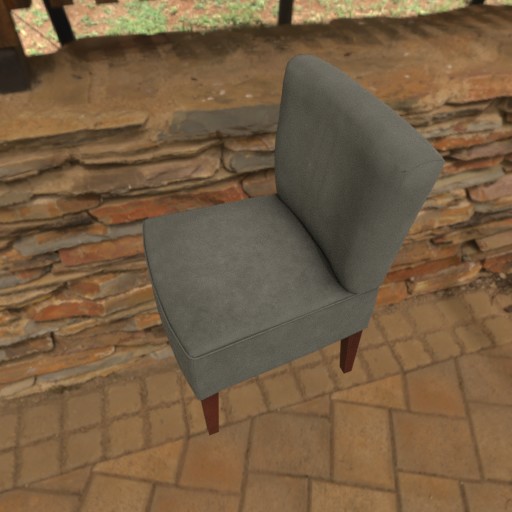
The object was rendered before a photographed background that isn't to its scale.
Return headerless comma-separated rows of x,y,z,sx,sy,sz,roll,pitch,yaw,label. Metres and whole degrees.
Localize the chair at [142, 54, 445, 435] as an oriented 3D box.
0.000,0.000,1.162,0.554,0.806,0.521,-16,47,-15,chair
